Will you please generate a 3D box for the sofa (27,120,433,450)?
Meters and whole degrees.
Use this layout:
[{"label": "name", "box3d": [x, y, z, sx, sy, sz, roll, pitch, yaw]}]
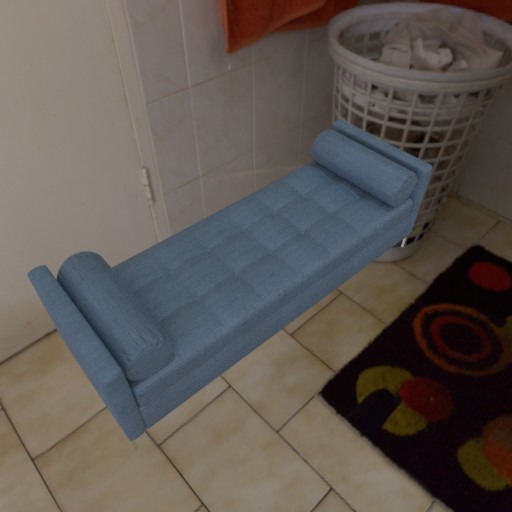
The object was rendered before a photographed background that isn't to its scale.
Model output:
[{"label": "sofa", "box3d": [0.000, 0.000, 2.350, 1.981, 0.635, 0.686, -32, 54, -27]}]
